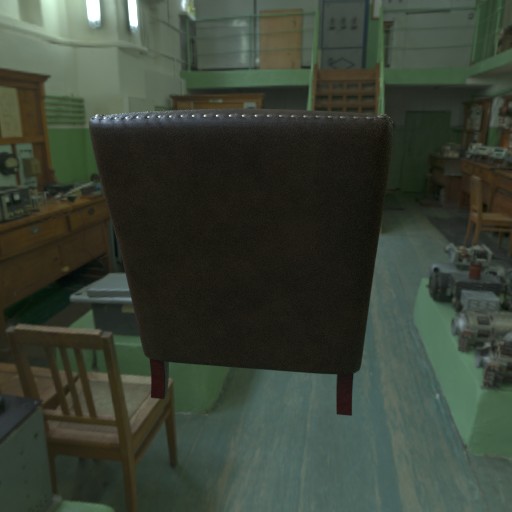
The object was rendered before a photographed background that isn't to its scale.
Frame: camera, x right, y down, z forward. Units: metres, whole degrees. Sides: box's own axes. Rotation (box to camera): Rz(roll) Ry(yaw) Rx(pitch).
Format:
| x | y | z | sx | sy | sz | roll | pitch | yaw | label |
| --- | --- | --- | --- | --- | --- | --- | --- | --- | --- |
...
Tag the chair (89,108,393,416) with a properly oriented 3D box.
| x | y | z | sx | sy | sz | roll | pitch | yaw | label |
| --- | --- | --- | --- | --- | --- | --- | --- | --- | --- |
| 0.000 | 0.000 | 1.310 | 0.639 | 0.813 | 0.704 | 2 | 17 | 8 | chair |
